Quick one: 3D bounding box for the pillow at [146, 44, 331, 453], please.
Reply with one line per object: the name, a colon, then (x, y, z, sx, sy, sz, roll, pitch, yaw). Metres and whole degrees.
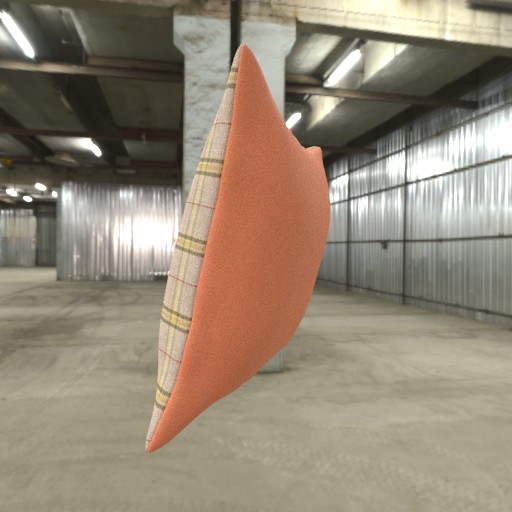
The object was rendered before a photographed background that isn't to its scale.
pillow: (0.000, 0.000, 0.678, 0.200, 0.430, 0.453, 0, 0, 18)
